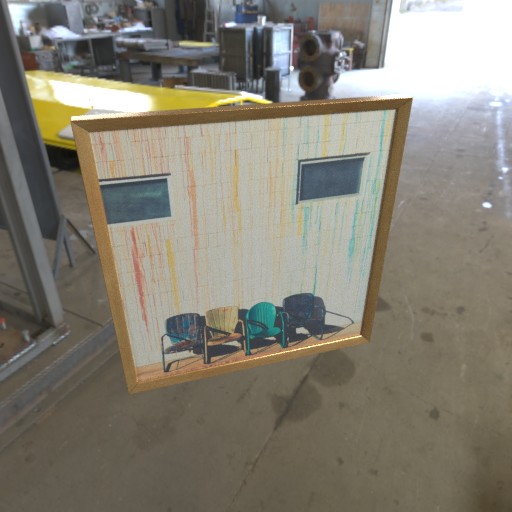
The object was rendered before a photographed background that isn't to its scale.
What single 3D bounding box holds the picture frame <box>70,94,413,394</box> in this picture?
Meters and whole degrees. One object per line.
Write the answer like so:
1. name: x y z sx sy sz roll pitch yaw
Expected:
1. picture frame: 0.000 0.000 1.159 0.758 0.761 0.037 -9 32 -14
